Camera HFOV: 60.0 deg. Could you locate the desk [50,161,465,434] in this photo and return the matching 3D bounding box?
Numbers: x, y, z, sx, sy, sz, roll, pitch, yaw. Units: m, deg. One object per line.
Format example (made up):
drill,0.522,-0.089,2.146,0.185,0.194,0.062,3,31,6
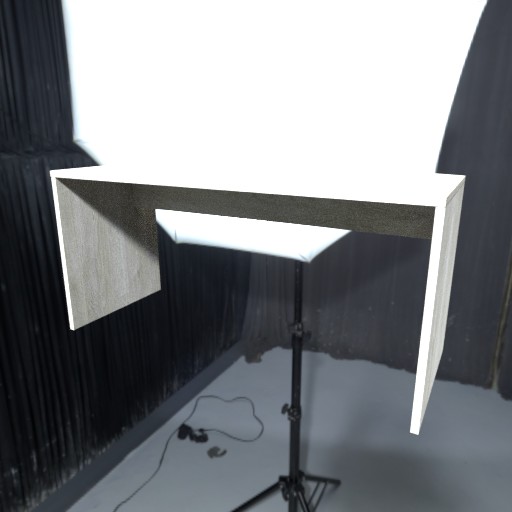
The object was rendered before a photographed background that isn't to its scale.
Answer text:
desk,0.000,0.000,1.998,1.600,0.752,0.802,9,18,27
